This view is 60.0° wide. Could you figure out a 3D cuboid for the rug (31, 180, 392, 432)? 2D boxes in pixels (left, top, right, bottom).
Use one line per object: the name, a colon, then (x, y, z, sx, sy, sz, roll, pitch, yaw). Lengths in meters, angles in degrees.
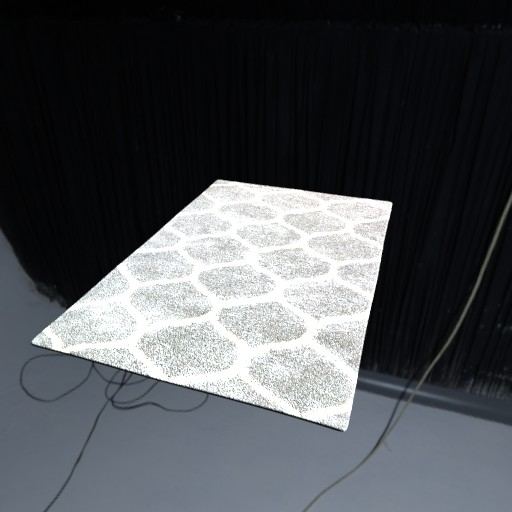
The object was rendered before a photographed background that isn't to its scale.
rug: (0.000, 0.000, 3.360, 1.801, 0.026, 2.701, 10, 32, 16)
